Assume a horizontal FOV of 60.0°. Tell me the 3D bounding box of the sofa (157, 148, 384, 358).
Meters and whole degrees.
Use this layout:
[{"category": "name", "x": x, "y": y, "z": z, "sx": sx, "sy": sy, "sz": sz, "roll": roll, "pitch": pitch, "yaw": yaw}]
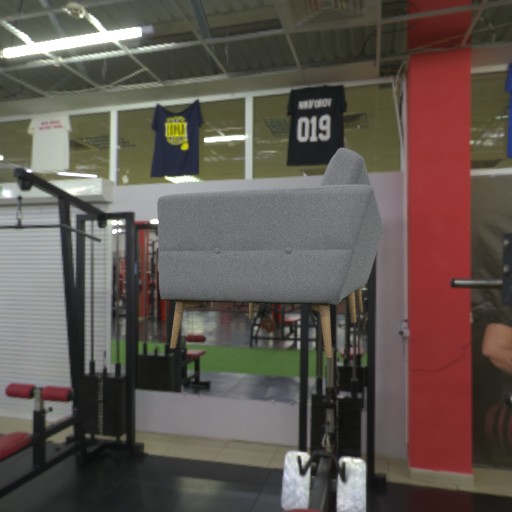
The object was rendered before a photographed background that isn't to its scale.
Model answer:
[{"category": "sofa", "x": 0.000, "y": 0.000, "z": 2.819, "sx": 1.530, "sy": 0.860, "sz": 2.040, "roll": 0, "pitch": -1, "yaw": 17}]
